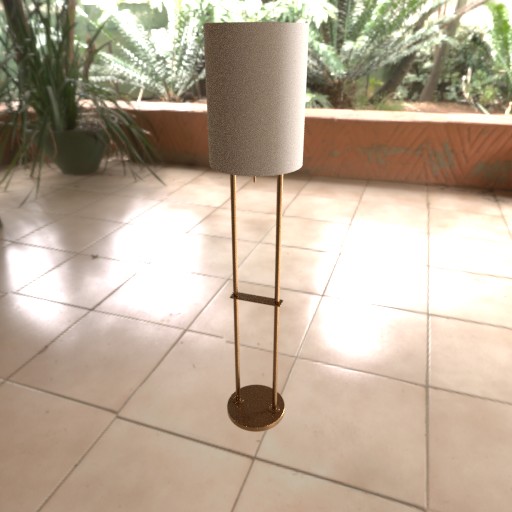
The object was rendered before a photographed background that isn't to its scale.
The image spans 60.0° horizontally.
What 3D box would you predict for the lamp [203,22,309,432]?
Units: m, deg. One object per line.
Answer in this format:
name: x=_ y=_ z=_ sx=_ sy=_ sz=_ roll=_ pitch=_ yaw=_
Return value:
lamp: x=0.000 y=0.000 z=1.615 sx=0.306 sy=1.500 sz=0.305 roll=8 pitch=28 yaw=16
